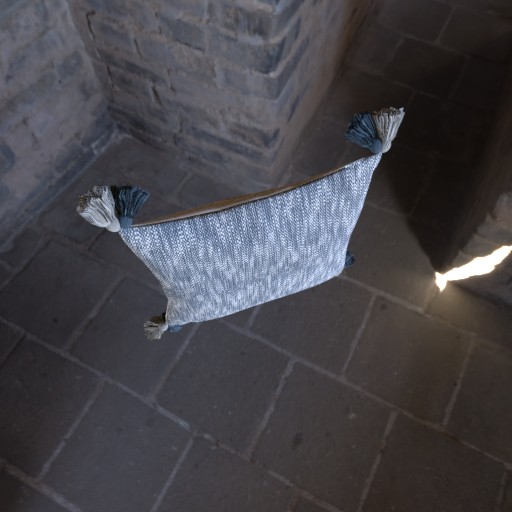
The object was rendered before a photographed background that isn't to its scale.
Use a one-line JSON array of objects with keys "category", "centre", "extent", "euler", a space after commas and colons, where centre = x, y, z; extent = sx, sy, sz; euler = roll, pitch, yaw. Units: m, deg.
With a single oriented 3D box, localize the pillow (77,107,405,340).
[{"category": "pillow", "centre": [0.000, 0.000, 0.957], "extent": [0.614, 0.634, 0.138], "euler": [-17, 64, -9]}]
